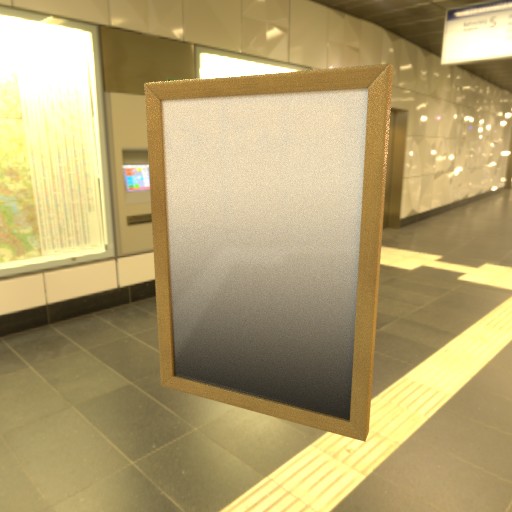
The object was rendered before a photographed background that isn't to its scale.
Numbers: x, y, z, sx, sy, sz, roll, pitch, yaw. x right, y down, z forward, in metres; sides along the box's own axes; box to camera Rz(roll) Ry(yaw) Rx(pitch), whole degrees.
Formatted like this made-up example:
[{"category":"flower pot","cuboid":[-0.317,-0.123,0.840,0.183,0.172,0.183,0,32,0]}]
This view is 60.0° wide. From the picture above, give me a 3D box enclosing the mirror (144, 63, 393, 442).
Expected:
[{"category":"mirror","cuboid":[0.000,0.000,0.934,0.507,0.710,0.040,6,15,25]}]
